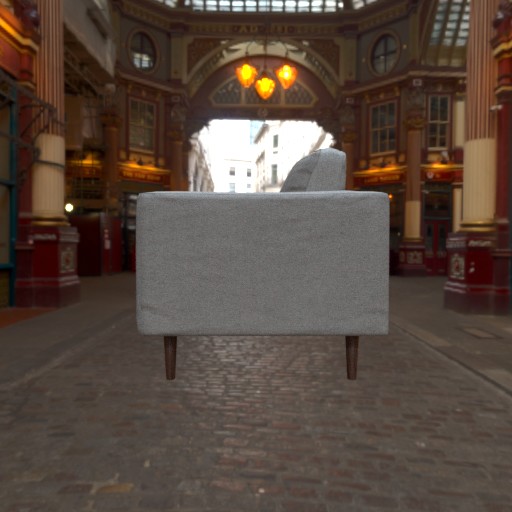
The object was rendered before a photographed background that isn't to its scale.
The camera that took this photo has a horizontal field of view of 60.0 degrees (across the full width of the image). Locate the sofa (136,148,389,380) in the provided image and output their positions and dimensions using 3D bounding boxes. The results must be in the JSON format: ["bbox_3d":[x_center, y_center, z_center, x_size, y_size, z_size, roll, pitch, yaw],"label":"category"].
[{"bbox_3d":[0.000,0.000,2.560,0.944,0.918,1.983,0,2,0],"label":"sofa"}]
